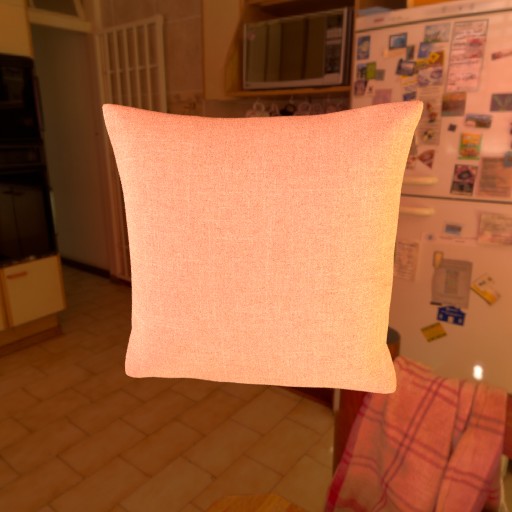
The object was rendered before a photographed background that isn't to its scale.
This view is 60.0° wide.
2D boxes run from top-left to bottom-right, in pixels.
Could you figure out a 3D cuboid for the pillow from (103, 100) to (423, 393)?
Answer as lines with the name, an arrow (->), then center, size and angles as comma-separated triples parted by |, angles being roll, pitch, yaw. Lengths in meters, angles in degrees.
pillow -> 0.000, 0.000, 0.650 | 0.435, 0.428, 0.148 | 2, 16, 6
